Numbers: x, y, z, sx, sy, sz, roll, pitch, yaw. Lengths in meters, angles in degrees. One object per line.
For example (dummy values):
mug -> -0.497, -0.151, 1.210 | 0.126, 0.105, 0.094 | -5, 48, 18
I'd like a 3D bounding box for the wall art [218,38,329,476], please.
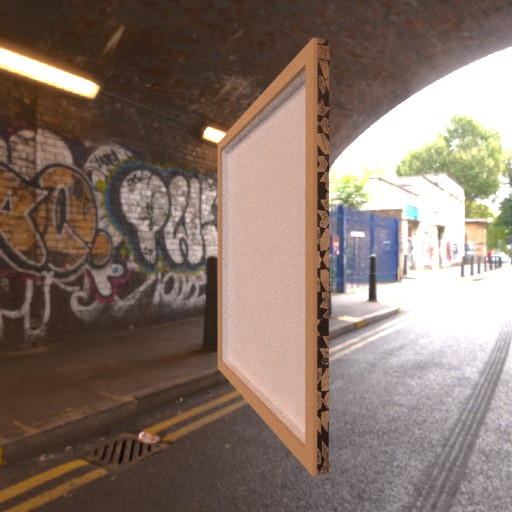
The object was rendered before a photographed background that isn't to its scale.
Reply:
wall art -> 0.000, 0.000, 1.362 | 0.038, 0.914, 0.914 | 0, 0, -17
